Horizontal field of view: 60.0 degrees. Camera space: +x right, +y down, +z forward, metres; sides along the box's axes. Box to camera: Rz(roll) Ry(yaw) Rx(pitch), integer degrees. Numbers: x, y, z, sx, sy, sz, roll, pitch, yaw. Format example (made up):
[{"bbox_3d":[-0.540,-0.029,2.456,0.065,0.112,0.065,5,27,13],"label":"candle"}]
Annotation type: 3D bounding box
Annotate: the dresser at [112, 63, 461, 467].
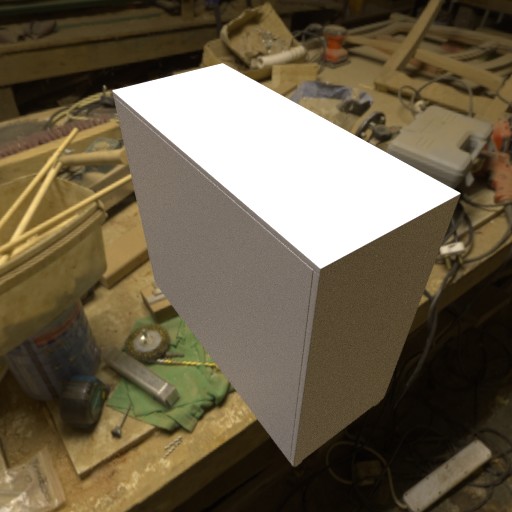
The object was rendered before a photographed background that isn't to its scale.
[{"bbox_3d":[0.000,0.000,1.663,0.460,1.000,1.100,-26,48,-25],"label":"dresser"}]
